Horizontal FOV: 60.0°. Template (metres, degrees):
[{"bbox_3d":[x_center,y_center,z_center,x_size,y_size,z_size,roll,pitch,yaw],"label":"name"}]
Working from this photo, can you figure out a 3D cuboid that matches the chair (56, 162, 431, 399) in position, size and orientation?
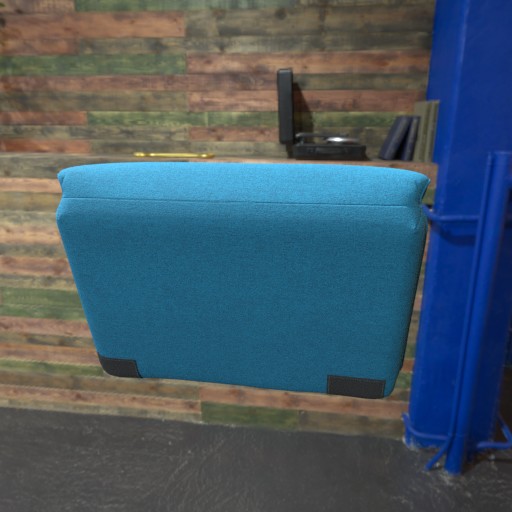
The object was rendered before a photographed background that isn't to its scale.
[{"bbox_3d":[0.000,0.000,1.306,0.820,0.580,0.780,2,17,8],"label":"chair"}]
